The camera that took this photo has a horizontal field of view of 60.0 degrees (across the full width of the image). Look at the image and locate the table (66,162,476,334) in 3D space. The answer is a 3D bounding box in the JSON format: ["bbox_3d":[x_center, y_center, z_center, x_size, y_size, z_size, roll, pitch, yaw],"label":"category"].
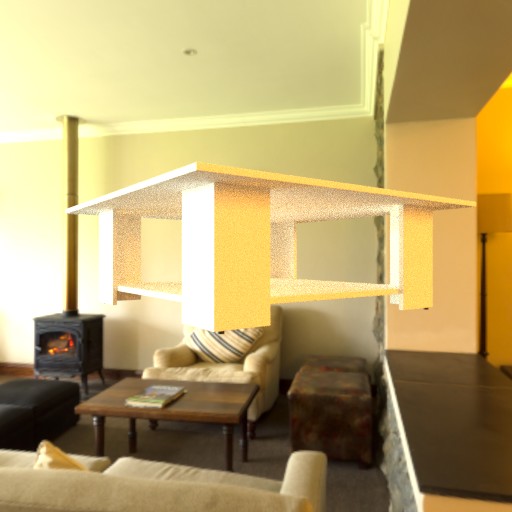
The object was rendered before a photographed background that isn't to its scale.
[{"bbox_3d":[0.000,0.000,1.348,0.890,0.305,0.890,0,0,-36],"label":"table"}]
